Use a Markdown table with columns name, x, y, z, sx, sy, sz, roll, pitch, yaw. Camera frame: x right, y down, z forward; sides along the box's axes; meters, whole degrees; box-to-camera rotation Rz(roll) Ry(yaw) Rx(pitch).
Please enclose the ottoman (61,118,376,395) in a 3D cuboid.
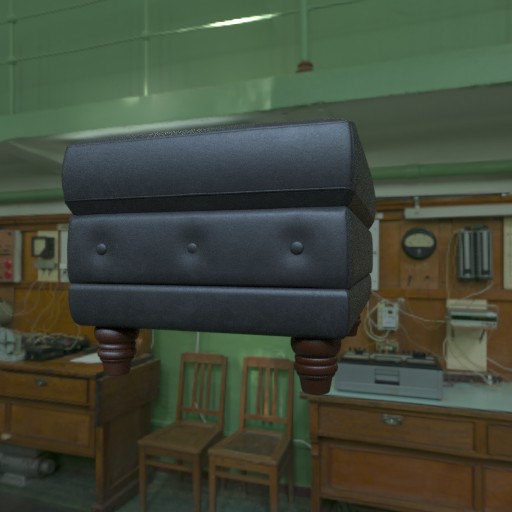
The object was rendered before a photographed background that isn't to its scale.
| name | x | y | z | sx | sy | sz | roll | pitch | yaw |
| --- | --- | --- | --- | --- | --- | --- | --- | --- | --- |
| ottoman | 0.000 | 0.000 | 1.172 | 0.590 | 0.498 | 0.795 | 0 | 0 | 17 |
